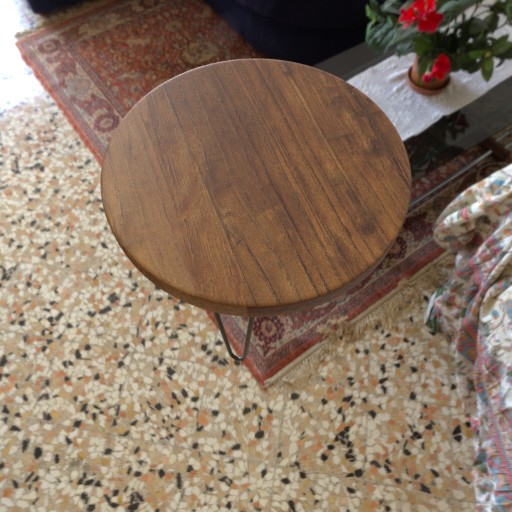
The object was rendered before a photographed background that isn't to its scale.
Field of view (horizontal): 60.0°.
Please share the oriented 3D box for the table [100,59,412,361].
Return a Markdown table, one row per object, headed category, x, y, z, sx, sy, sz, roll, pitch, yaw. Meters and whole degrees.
| category | x | y | z | sx | sy | sz | roll | pitch | yaw |
| --- | --- | --- | --- | --- | --- | --- | --- | --- | --- |
| table | 0.000 | 0.000 | 0.802 | 0.400 | 0.520 | 0.400 | 0 | 62 | 0 |
